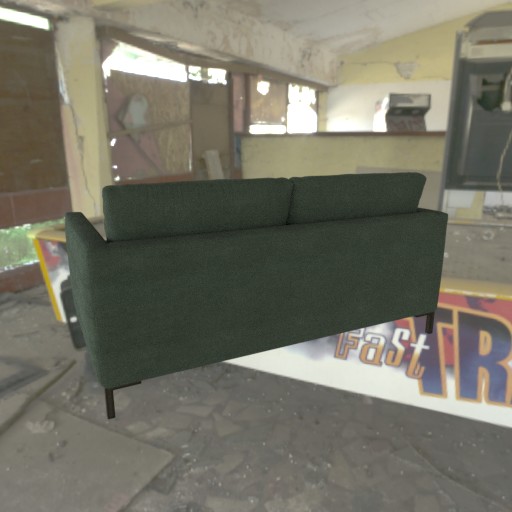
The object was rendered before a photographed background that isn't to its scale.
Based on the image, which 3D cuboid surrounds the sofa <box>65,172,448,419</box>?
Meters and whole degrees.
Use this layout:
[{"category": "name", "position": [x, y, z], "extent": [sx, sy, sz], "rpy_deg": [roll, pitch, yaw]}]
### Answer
[{"category": "sofa", "position": [0.000, 0.000, 2.187], "extent": [1.676, 0.817, 0.875], "rpy_deg": [-7, 16, -26]}]
